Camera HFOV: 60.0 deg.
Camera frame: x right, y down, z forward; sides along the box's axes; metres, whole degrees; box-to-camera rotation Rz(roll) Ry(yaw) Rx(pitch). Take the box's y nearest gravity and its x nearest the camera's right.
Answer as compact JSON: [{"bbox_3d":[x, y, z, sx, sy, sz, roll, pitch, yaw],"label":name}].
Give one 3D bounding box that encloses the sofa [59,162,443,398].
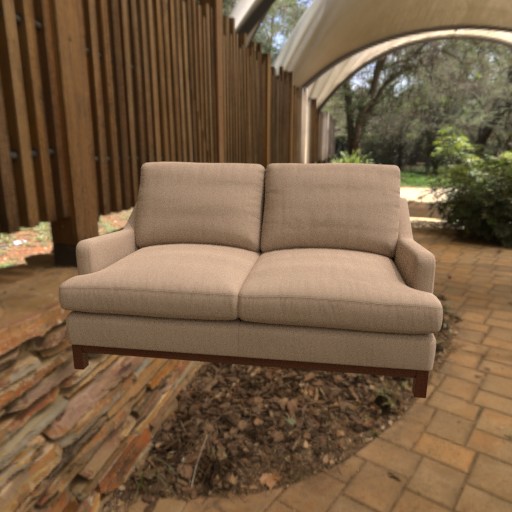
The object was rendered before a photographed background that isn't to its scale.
[{"bbox_3d":[0.000,0.000,2.261,1.619,0.910,1.004,2,14,9],"label":"sofa"}]
